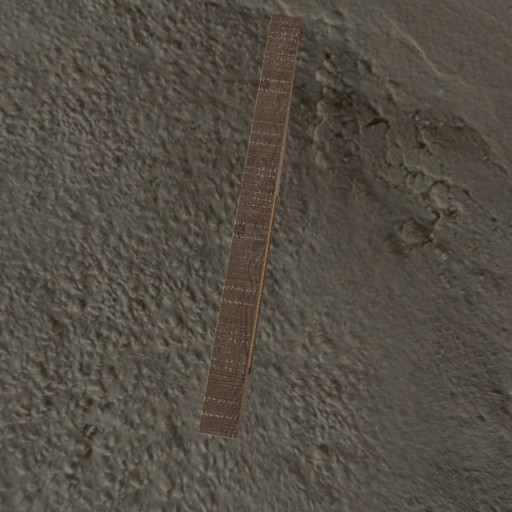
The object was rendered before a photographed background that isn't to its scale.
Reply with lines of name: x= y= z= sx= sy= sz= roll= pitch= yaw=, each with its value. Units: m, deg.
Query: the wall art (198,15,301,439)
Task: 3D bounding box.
wall art: x=0.000 y=0.000 z=0.784 sx=0.040 sy=0.531 sz=0.531 roll=9 pitch=76 yaw=2
